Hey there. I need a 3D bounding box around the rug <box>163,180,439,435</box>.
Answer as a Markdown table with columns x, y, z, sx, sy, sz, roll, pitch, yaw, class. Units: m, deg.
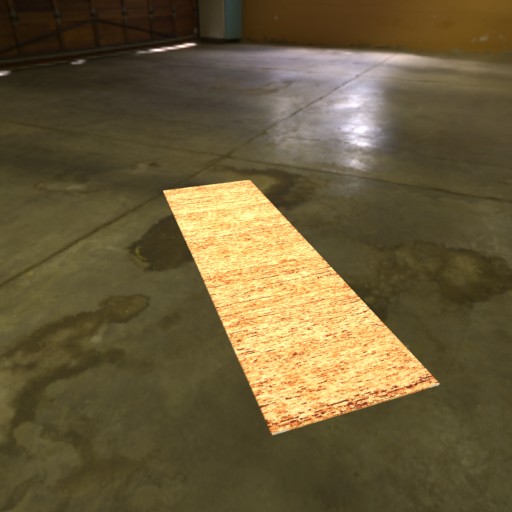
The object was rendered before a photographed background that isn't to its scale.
| x | y | z | sx | sy | sz | roll | pitch | yaw | class |
| --- | --- | --- | --- | --- | --- | --- | --- | --- | --- |
| 0.000 | 0.000 | 2.472 | 0.680 | 0.014 | 2.237 | -10 | 32 | -16 | rug |
